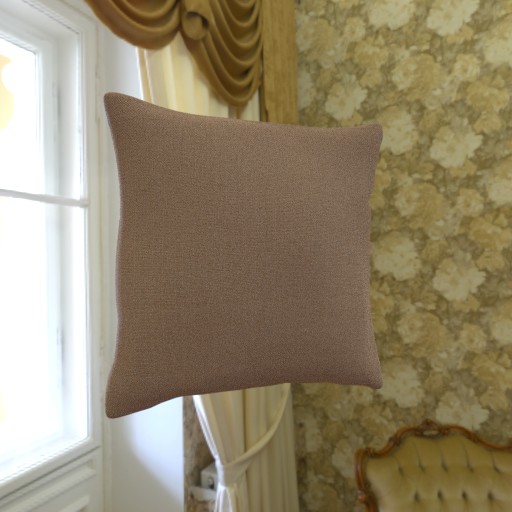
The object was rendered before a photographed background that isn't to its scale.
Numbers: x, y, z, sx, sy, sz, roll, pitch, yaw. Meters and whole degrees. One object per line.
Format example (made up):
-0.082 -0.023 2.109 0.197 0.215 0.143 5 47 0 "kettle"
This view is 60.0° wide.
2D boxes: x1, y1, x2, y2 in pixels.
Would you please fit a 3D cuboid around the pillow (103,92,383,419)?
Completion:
0.000 0.000 0.732 0.478 0.479 0.158 0 0 -19 "pillow"
